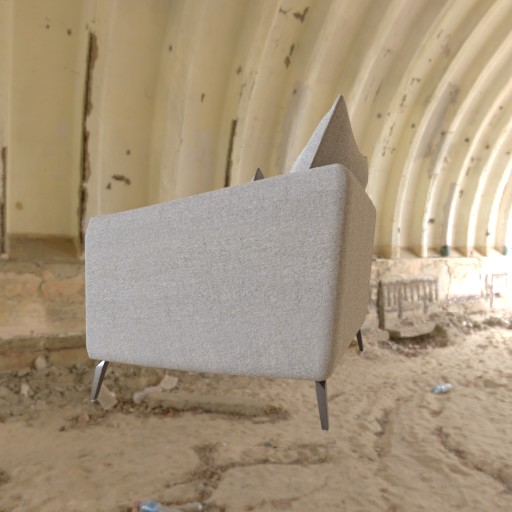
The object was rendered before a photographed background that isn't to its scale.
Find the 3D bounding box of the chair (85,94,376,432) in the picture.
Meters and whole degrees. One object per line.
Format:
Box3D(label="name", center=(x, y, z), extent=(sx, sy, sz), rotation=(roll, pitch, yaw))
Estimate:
Box3D(label="chair", center=(0.000, 0.000, 1.630), extent=(0.801, 0.856, 1.029), rotation=(0, 1, 19))
